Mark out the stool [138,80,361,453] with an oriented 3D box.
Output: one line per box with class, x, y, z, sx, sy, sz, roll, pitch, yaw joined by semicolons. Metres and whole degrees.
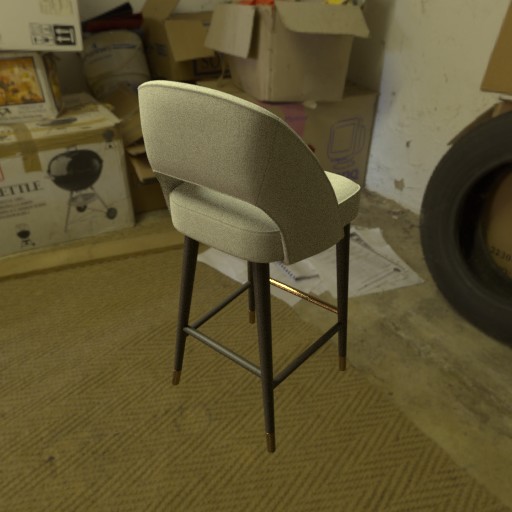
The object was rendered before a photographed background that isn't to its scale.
stool;0.000;0.000;1.318;0.494;1.037;0.509;23;38;33
